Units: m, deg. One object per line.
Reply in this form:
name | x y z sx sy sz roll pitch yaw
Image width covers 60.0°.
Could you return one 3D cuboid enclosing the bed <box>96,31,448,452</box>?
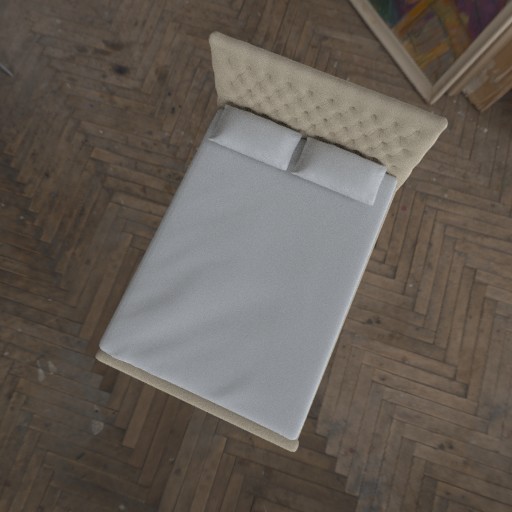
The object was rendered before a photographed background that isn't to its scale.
bed | 0.000 0.000 3.342 1.698 1.427 2.387 23 77 6
